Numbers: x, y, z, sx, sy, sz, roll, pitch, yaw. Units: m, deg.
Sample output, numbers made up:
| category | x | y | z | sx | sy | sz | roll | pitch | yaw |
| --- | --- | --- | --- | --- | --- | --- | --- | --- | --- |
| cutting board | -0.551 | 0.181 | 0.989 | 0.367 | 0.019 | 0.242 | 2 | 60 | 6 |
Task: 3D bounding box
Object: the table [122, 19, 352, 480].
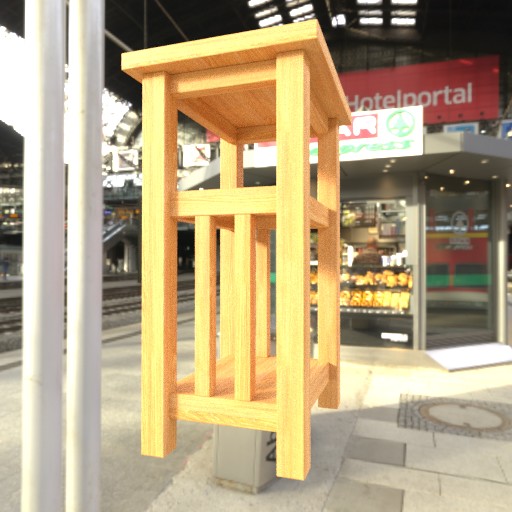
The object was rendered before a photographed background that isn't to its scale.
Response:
| category | x | y | z | sx | sy | sz | roll | pitch | yaw |
| --- | --- | --- | --- | --- | --- | --- | --- | --- | --- |
| table | 0.000 | 0.000 | 0.724 | 0.270 | 0.550 | 0.350 | 0 | -1 | 19 |
